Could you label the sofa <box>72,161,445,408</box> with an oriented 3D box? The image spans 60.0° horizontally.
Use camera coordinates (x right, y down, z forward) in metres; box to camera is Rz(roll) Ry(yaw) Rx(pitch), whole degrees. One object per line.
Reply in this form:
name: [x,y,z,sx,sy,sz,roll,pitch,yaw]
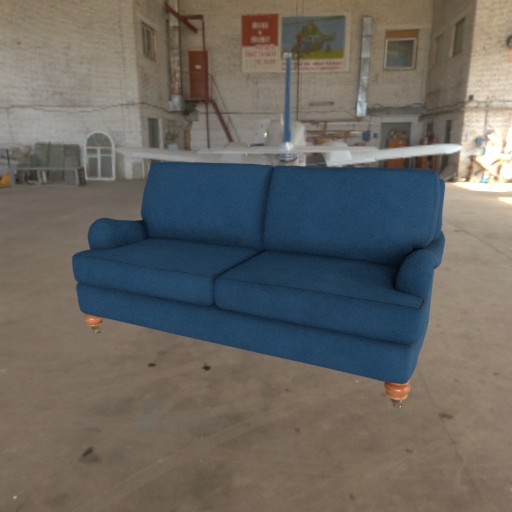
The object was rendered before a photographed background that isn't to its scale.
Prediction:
sofa: [0.000,0.000,2.784,2.141,1.101,1.084,7,17,25]
